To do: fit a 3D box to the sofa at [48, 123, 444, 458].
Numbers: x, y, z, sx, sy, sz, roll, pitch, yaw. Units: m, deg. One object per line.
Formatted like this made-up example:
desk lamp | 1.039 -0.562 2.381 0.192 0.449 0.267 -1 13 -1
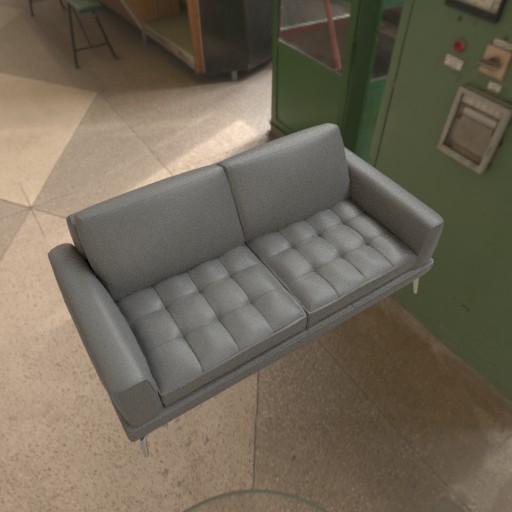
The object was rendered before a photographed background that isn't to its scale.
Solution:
sofa | 0.000 0.000 2.711 2.177 0.930 1.121 -25 51 -22
